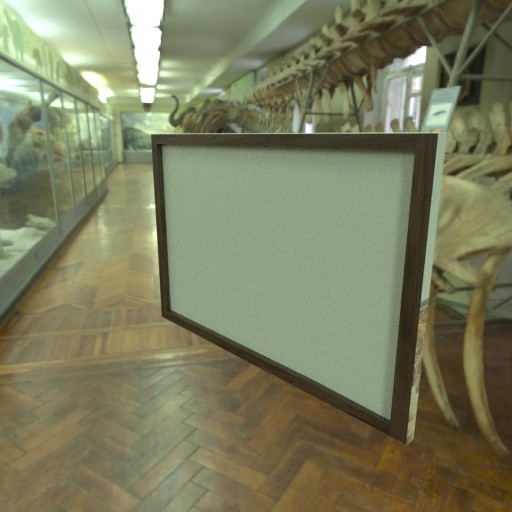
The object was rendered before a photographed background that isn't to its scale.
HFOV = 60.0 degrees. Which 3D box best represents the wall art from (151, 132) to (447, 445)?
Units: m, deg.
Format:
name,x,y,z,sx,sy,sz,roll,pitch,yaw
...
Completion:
name,x,y,z,sx,sy,sz,roll,pitch,yaw
wall art,0.000,0.000,1.906,0.051,1.016,1.520,-14,21,-42
